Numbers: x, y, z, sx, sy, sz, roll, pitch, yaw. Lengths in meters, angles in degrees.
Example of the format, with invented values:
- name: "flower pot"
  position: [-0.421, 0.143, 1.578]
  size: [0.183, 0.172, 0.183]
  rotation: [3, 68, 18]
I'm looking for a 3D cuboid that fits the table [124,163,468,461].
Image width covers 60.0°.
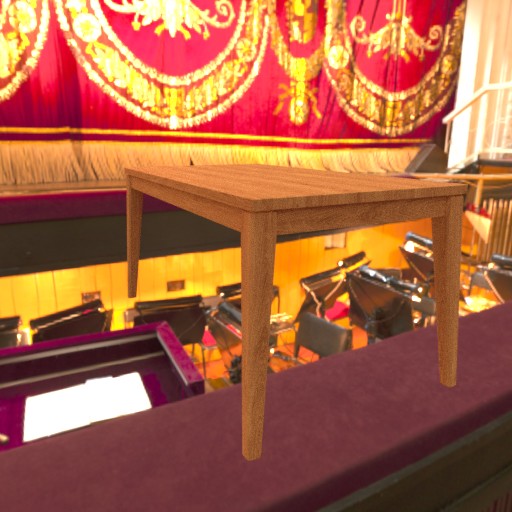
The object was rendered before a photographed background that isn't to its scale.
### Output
- name: "table"
  position: [0.000, 0.000, 2.082]
  size: [0.900, 0.760, 1.600]
  rotation: [-8, 17, -27]
